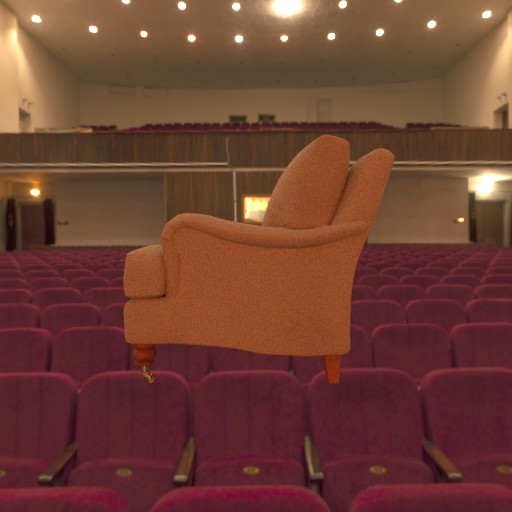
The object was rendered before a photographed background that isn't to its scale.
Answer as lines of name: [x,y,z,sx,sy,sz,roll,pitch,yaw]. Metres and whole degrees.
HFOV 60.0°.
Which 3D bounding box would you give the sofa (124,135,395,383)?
sofa: [0.000,0.000,2.718,1.091,0.997,2.070,0,1,0]
